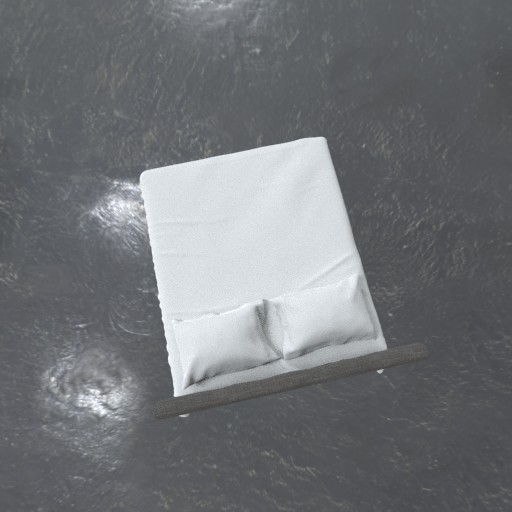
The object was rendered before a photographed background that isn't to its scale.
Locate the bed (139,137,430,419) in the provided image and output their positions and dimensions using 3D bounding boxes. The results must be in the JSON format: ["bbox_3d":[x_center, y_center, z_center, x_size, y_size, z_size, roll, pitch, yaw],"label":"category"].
[{"bbox_3d":[0.000,0.000,3.535,1.936,1.577,2.222,-12,75,-3],"label":"bed"}]
